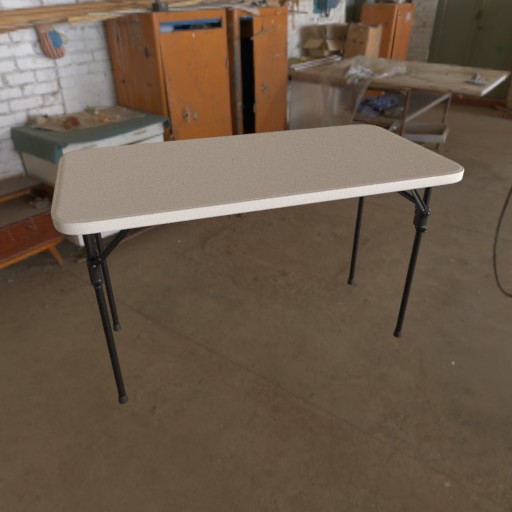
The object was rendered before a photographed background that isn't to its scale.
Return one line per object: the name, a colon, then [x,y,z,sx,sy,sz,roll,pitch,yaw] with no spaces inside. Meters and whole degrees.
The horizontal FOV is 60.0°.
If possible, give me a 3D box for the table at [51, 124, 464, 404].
table: [0.000,0.000,1.631,1.219,0.729,0.610,-10,32,-15]
